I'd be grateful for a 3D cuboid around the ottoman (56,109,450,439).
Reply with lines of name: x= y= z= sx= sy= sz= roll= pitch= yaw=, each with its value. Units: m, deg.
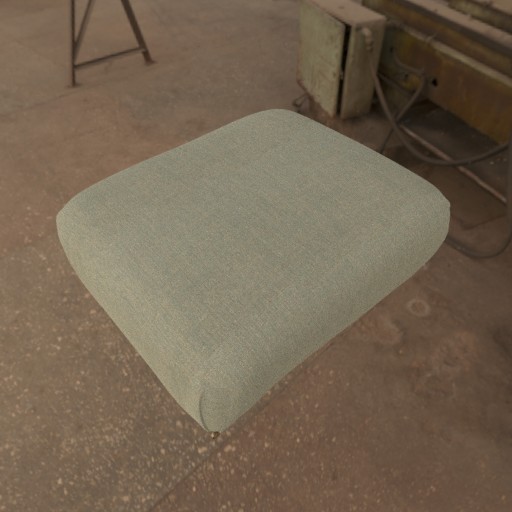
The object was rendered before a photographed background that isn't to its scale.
ottoman: x=0.000 y=0.000 z=1.103 sx=0.747 sy=0.450 sz=0.622 roll=-32 pitch=54 yaw=-27
